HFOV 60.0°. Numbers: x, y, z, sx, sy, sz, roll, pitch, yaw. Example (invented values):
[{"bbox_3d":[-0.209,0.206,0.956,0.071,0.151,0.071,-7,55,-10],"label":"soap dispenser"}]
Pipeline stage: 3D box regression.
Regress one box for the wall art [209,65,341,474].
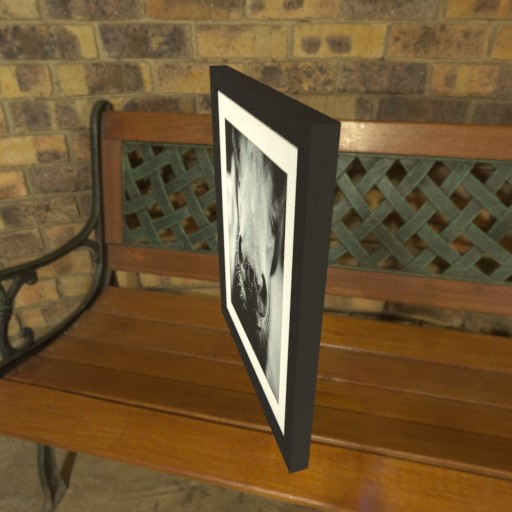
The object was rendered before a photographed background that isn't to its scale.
[{"bbox_3d":[0.000,0.000,0.769,0.033,0.559,0.457,-9,32,-15],"label":"wall art"}]
